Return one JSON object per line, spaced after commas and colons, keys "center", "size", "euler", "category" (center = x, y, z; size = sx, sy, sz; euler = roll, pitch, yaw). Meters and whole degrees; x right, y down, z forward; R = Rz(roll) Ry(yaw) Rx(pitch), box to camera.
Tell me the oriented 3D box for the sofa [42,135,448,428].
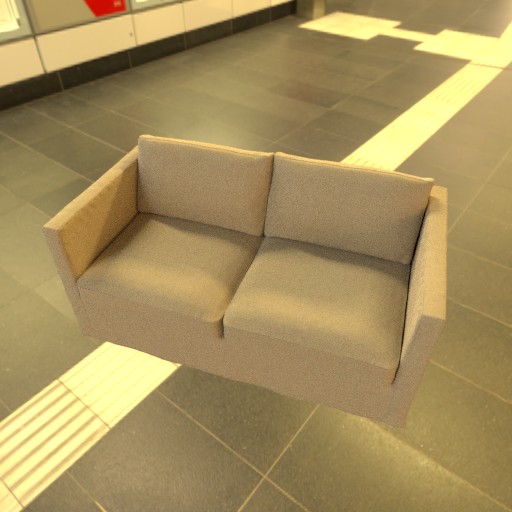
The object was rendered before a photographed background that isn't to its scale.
{"center": [0.000, 0.000, 2.235], "size": [1.719, 0.835, 0.962], "euler": [12, 42, 14], "category": "sofa"}
